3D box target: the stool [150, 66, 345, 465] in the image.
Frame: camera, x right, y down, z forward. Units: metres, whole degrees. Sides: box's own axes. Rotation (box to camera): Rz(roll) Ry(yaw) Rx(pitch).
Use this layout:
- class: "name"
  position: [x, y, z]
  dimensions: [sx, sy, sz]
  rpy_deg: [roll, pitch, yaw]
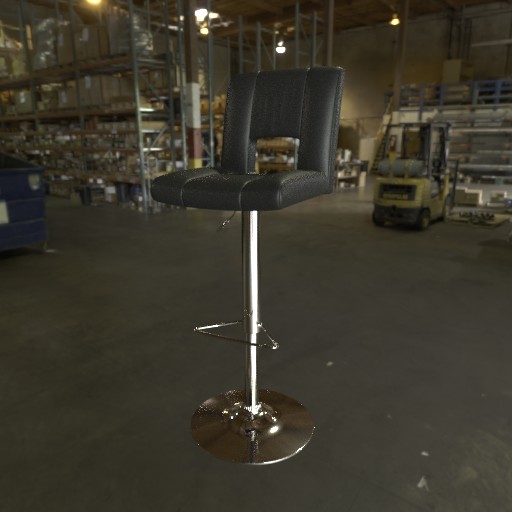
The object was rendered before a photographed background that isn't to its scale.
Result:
- class: "stool"
  position: [0.000, 0.000, 1.387]
  dimensions: [0.415, 1.151, 0.520]
  rpy_deg: [7, 16, 25]
